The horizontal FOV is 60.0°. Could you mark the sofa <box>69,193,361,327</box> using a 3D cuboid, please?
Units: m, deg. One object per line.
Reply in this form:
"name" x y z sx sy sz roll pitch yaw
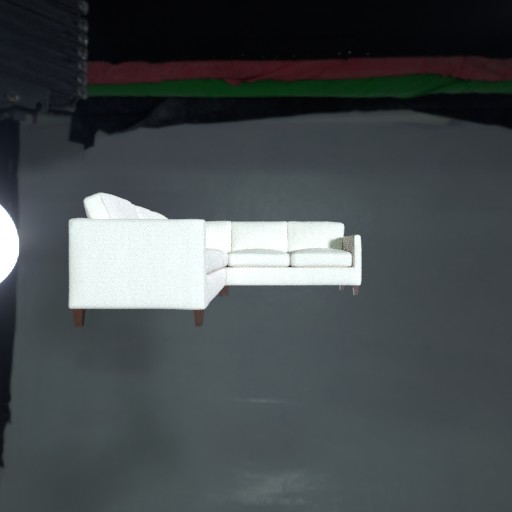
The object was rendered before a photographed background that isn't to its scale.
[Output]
"sofa" 0.000 0.000 4.558 2.593 0.947 3.302 0 0 -1
